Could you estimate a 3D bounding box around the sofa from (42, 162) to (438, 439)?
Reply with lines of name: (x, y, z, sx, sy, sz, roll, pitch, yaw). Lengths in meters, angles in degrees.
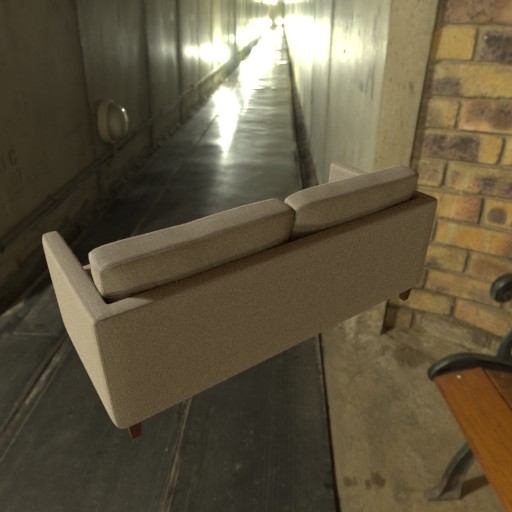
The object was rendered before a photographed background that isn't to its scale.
sofa: (0.000, 0.000, 2.725, 2.208, 0.963, 0.956, -19, 35, -30)
